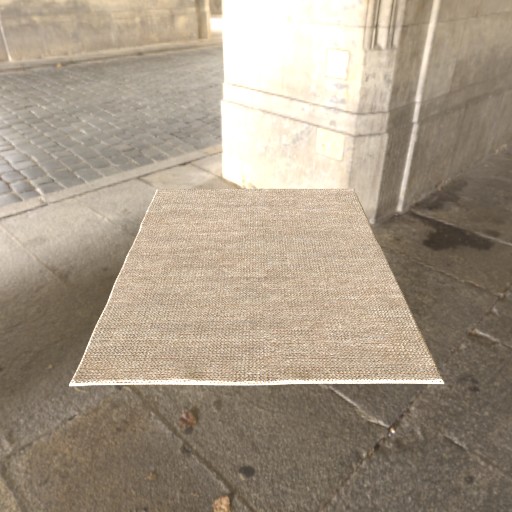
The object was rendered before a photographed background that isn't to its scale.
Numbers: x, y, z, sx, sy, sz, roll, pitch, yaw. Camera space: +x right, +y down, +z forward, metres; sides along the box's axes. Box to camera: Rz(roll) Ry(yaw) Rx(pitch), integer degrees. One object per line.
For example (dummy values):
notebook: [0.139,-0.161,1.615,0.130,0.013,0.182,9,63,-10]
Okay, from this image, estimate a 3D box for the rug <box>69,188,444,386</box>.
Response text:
rug: [0.000,0.000,4.141,2.429,0.030,3.052,0,33,0]
